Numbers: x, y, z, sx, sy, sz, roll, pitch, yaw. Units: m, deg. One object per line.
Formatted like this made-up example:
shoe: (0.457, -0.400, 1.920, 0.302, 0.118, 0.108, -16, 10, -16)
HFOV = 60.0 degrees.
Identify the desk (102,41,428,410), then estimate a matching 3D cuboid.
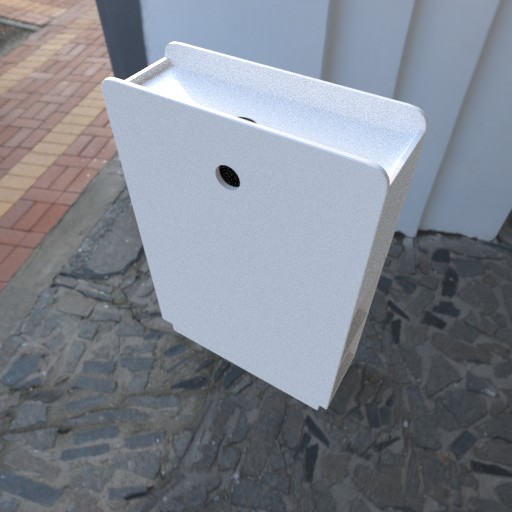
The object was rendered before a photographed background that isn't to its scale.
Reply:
desk: (0.000, 0.000, 1.523, 0.795, 1.190, 0.278, 24, 52, 21)
